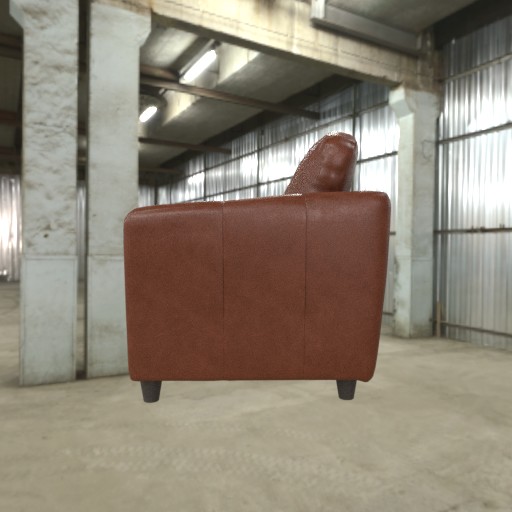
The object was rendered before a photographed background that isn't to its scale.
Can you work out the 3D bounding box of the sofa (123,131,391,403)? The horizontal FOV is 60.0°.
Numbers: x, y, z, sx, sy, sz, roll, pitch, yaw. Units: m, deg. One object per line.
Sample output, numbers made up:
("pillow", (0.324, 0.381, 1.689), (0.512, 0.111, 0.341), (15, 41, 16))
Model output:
("sofa", (0.000, 0.000, 1.970), (0.805, 0.906, 1.406), (0, 1, -1))
